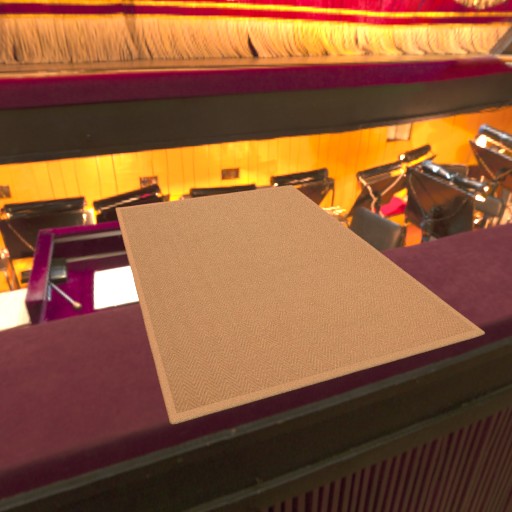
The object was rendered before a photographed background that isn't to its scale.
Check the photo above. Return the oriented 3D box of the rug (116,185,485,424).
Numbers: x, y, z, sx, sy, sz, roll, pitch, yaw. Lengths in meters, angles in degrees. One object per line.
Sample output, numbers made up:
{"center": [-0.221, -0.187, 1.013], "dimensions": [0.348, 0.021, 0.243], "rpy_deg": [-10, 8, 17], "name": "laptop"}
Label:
{"center": [0.000, 0.000, 2.822], "dimensions": [1.532, 0.017, 2.244], "rpy_deg": [-10, 30, -18], "name": "rug"}
